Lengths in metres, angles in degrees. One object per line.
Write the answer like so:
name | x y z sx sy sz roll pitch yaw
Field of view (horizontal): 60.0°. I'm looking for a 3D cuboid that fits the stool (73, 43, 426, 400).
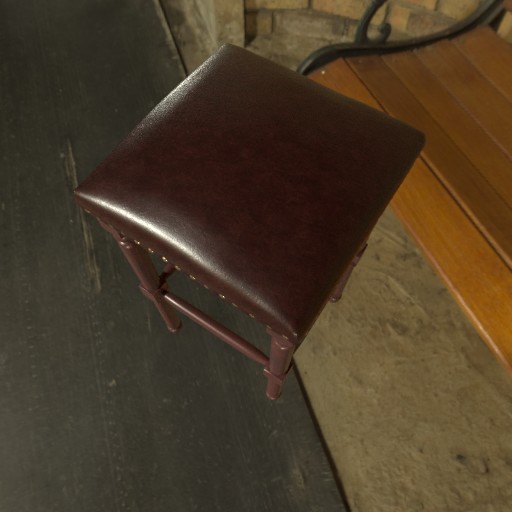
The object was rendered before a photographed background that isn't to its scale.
stool | 0.000 0.000 0.917 0.382 0.702 0.383 31 67 14
